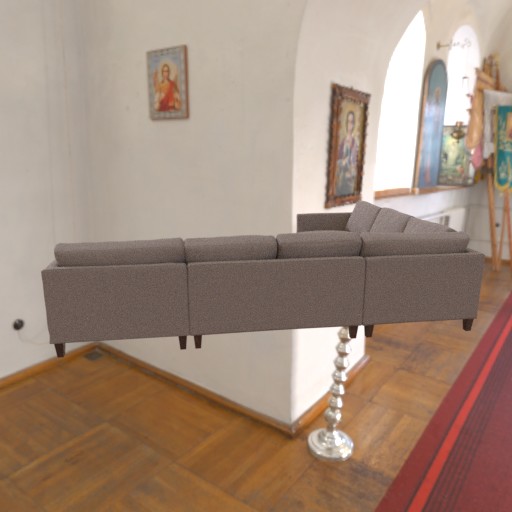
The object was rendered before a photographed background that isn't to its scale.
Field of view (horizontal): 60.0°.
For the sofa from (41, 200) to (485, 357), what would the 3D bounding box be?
[{"bbox_3d":[0.000,0.000,4.572,3.438,0.865,2.424,-2,14,-8],"label":"sofa"}]
